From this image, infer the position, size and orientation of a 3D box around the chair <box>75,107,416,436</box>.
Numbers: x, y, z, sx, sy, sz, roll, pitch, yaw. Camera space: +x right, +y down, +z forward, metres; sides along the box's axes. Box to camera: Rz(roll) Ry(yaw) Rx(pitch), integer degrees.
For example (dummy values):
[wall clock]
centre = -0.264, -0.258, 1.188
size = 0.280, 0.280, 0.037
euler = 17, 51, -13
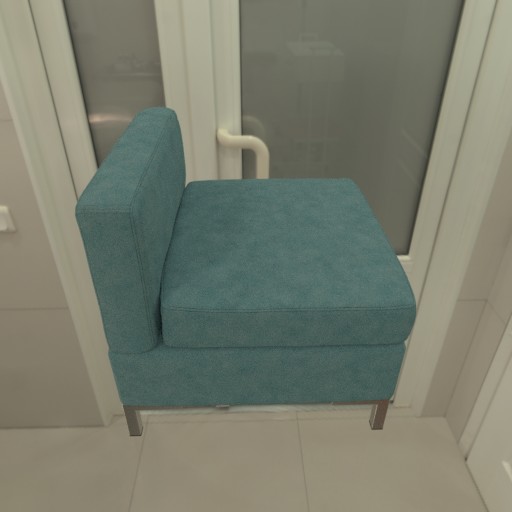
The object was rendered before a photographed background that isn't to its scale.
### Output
[chair]
centre = 0.000, 0.000, 1.222
size = 0.685, 0.660, 0.684
euler = -1, 33, -1
